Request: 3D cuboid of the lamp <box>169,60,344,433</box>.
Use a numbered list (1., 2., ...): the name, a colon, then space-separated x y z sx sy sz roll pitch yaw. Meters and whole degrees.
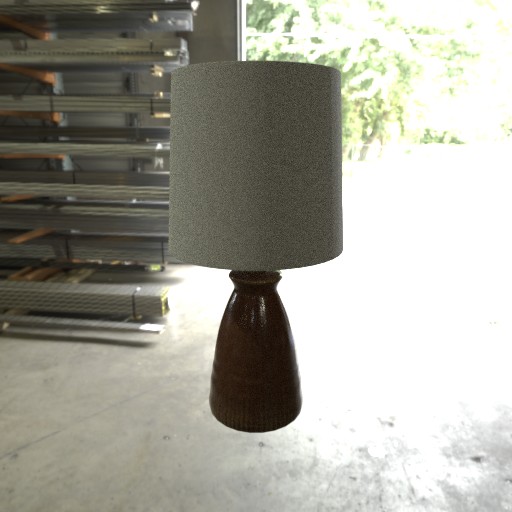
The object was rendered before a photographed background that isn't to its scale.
1. lamp: 0.000 0.000 0.483 0.186 0.369 0.186 0 15 0
